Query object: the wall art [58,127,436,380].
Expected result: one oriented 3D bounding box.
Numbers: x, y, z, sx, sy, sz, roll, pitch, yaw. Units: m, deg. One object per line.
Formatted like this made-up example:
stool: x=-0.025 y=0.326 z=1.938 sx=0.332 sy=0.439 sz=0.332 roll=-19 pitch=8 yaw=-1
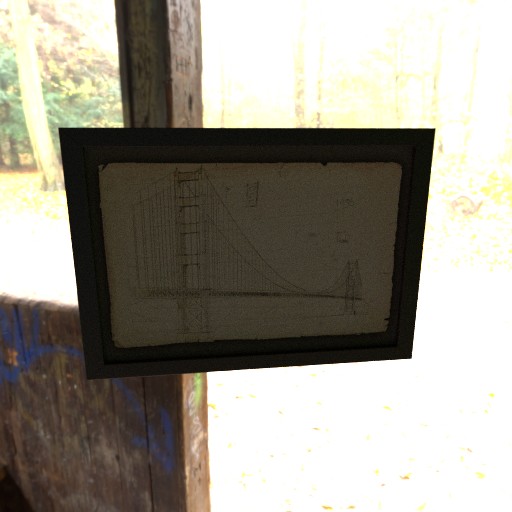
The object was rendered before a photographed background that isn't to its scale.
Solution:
wall art: x=0.000 y=0.000 z=0.551 sx=0.432 sy=0.306 sz=0.016 roll=-2 pitch=16 yaw=-7
